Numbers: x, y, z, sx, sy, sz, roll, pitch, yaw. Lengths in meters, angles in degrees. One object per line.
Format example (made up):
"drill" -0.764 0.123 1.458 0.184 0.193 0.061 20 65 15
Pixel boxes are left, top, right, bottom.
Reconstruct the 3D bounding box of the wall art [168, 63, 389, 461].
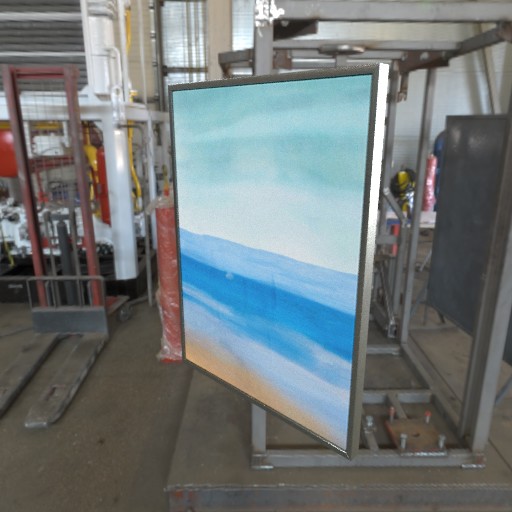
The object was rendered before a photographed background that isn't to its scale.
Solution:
"wall art" 0.000 0.000 1.411 0.803 1.062 0.041 15 22 42
